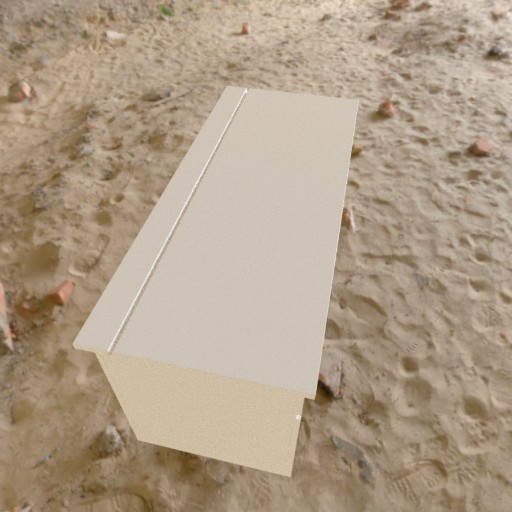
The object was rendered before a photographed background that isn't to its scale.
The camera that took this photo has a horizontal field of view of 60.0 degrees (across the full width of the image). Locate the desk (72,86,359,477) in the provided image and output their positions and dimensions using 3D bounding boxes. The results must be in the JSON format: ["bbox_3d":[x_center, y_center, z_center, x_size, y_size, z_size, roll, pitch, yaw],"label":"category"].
[{"bbox_3d":[0.000,0.000,1.968,0.670,0.760,1.580,9,47,9],"label":"desk"}]
